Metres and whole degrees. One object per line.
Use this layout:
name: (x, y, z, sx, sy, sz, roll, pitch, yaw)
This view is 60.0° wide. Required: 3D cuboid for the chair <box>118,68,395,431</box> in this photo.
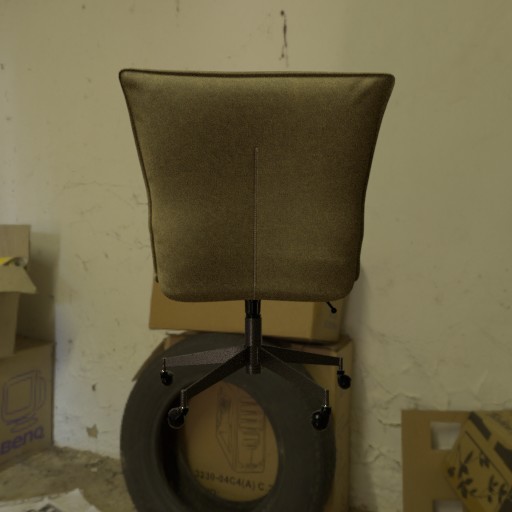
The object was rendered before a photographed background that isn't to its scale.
chair: (0.000, 0.000, 1.284, 0.597, 0.811, 0.696, 0, 0, 0)
